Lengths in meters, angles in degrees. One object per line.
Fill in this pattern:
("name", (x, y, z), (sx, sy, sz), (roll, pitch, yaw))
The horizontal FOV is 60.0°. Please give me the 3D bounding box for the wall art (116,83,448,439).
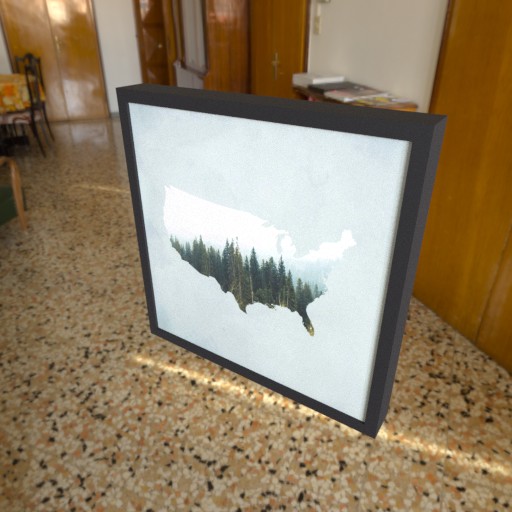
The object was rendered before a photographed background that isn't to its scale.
("wall art", (0.000, 0.000, 0.450), (0.304, 0.304, 0.038), (17, 33, 28))
